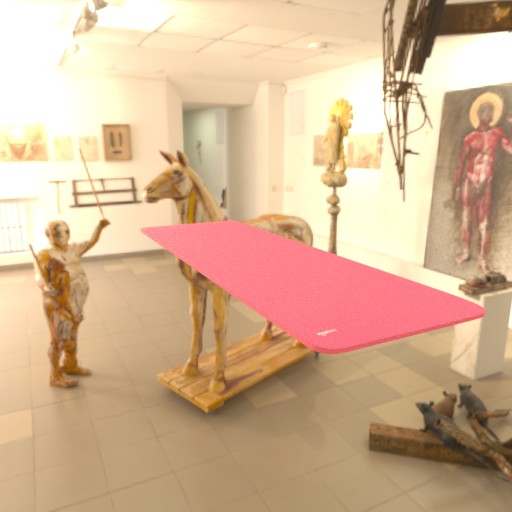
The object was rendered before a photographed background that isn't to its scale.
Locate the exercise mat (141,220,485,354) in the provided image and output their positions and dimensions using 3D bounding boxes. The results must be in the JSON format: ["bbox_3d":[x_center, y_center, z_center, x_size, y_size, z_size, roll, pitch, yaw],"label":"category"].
[{"bbox_3d":[0.000,0.000,1.992,0.616,0.021,1.884,-7,16,-27],"label":"exercise mat"}]
